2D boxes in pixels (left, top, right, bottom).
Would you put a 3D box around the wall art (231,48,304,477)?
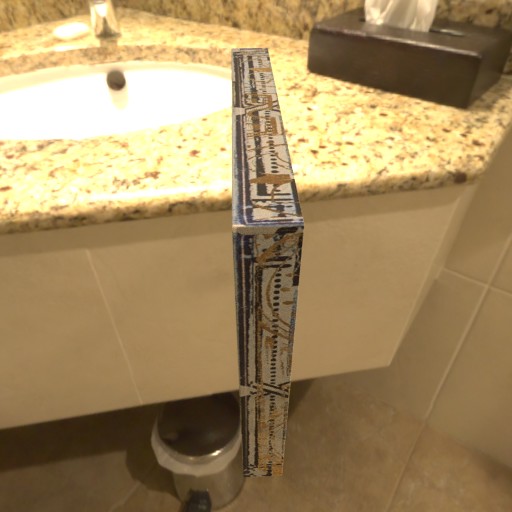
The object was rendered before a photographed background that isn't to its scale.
[{"bbox_3d":[0.000,0.000,0.443,0.038,0.306,0.302,-2,41,-2],"label":"wall art"}]
